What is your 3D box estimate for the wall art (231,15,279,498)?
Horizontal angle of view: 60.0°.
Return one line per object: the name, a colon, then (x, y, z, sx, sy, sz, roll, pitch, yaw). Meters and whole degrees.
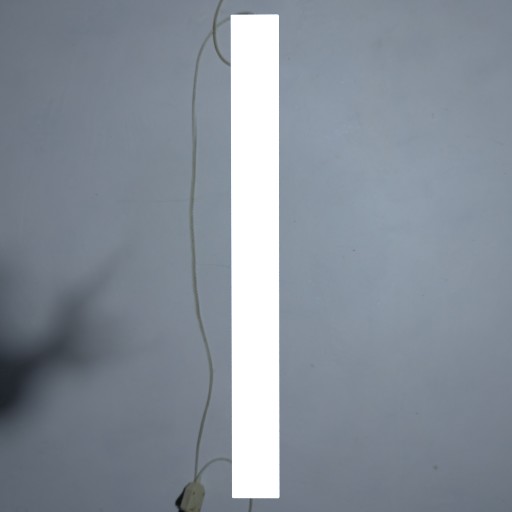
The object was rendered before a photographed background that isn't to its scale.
wall art: (0.000, 0.000, 0.479, 0.038, 0.259, 0.381, 0, 91, 0)
